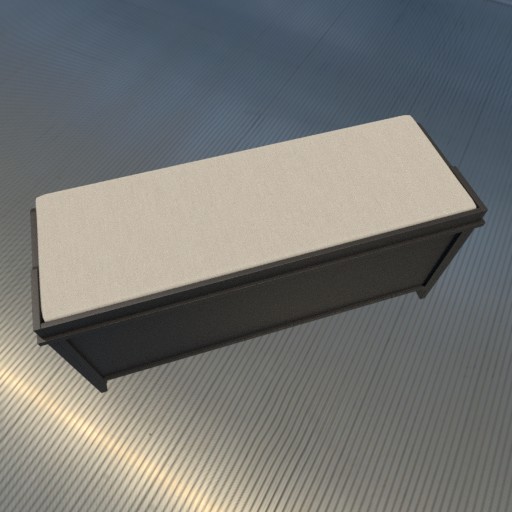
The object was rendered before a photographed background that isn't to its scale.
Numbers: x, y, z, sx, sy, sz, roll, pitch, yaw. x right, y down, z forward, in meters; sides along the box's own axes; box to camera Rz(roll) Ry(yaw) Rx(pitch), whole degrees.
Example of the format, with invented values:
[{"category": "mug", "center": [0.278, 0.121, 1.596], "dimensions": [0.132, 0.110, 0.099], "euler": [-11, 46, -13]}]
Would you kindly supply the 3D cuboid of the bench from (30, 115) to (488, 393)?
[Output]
[{"category": "bench", "center": [0.000, 0.000, 1.347], "dimensions": [1.140, 0.501, 0.398], "euler": [-15, 59, -9]}]
